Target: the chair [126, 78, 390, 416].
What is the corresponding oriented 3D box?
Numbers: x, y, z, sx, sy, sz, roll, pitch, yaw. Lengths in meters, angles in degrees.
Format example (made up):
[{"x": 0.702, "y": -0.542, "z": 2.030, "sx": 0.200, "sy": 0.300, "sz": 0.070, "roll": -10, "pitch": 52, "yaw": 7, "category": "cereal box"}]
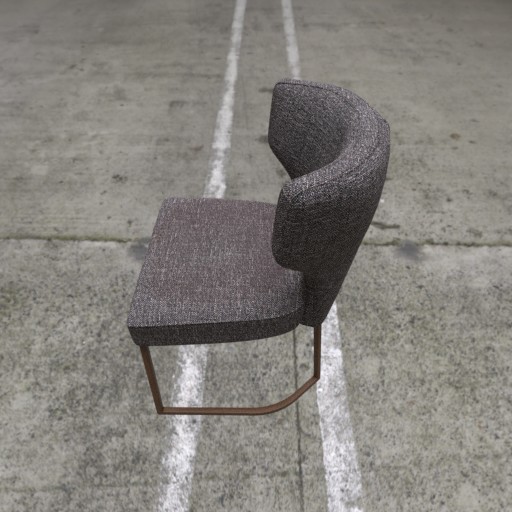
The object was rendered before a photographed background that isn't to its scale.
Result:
[{"x": 0.000, "y": 0.000, "z": 1.262, "sx": 0.617, "sy": 0.824, "sz": 0.611, "roll": 0, "pitch": 40, "yaw": 0, "category": "chair"}]
